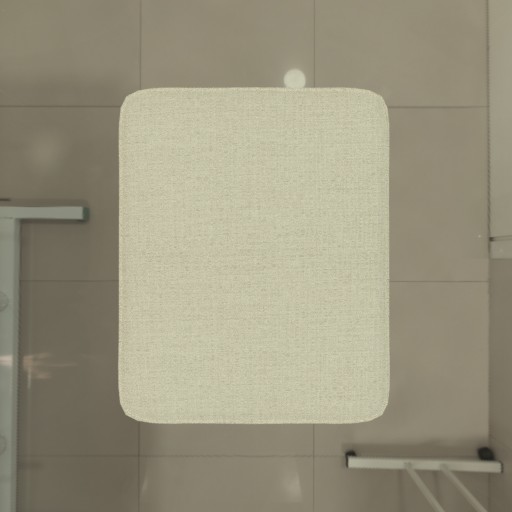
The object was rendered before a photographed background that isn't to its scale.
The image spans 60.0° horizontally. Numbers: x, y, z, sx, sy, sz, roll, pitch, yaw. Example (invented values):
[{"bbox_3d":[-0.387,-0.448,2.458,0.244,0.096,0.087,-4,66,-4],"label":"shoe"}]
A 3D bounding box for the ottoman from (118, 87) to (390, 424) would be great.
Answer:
[{"bbox_3d":[0.000,0.000,1.137,0.589,0.537,0.738,0,90,0],"label":"ottoman"}]
